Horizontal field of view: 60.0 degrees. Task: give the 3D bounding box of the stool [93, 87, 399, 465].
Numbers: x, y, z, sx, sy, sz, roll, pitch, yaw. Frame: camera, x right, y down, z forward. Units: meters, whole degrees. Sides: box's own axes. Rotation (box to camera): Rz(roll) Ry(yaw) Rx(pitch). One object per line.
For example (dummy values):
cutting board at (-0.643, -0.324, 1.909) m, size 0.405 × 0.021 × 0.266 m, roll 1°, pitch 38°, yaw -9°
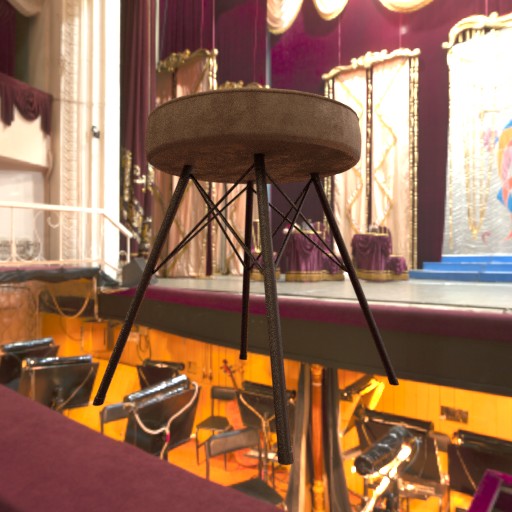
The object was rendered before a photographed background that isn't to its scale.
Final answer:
stool at (0.000, 0.000, 0.871) m, size 0.423 × 0.538 × 0.457 m, roll 0°, pitch -1°, yaw 35°
